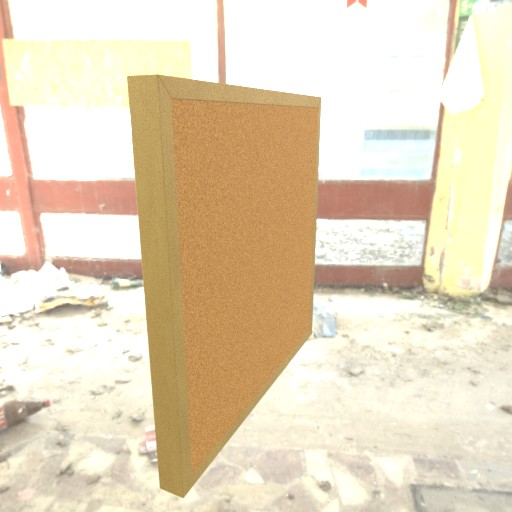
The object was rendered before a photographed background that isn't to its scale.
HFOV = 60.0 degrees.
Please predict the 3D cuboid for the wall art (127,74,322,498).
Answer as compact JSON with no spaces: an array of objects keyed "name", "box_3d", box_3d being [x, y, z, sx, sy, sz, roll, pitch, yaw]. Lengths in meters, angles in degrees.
[{"name":"wall art","box_3d":[0.000,0.000,0.722,0.038,0.508,0.508,8,19,25]}]
